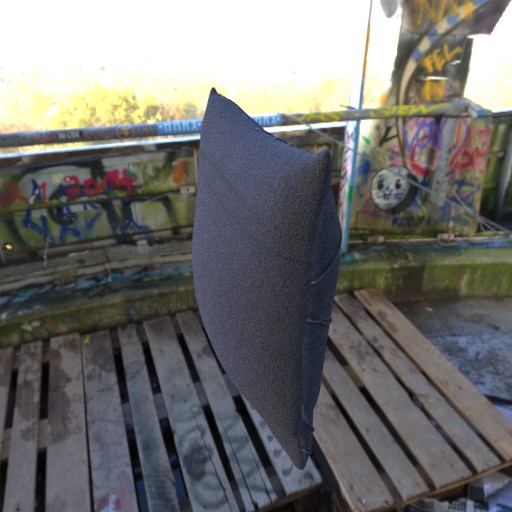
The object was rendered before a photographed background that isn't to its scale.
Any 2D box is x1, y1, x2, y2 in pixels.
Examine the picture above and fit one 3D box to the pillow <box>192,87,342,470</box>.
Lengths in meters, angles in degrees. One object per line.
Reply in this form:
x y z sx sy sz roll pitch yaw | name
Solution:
0.000 0.000 0.679 0.183 0.440 0.439 -10 31 -16 | pillow
